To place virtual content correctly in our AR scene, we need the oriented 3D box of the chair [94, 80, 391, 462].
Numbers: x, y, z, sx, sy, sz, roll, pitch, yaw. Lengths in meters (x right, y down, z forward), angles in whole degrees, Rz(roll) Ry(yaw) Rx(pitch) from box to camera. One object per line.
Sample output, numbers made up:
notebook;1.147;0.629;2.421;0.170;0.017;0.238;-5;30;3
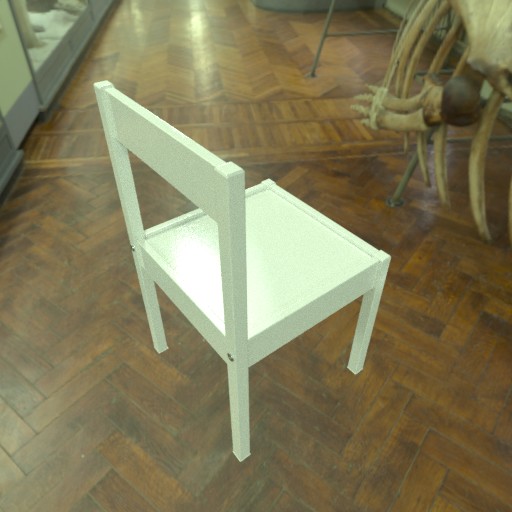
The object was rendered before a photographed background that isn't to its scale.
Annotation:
chair;0.000;0.000;0.680;0.285;0.505;0.285;-27;47;-28
